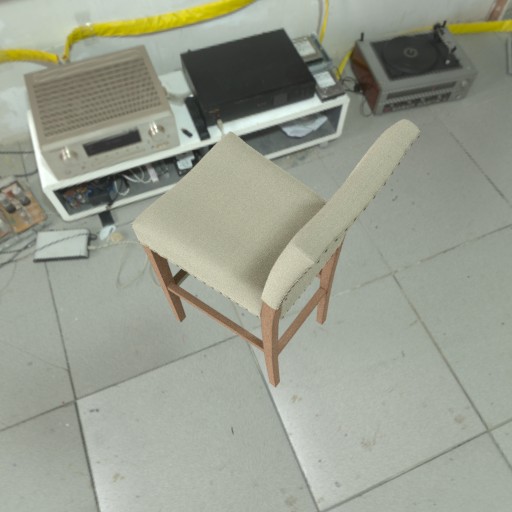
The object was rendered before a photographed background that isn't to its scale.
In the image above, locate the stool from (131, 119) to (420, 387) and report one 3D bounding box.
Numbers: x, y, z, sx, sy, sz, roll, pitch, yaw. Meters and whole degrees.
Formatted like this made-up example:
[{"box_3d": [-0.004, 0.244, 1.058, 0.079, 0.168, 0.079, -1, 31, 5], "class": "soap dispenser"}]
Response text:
[{"box_3d": [0.000, 0.000, 1.366, 0.546, 1.143, 0.428, 35, 68, 17], "class": "stool"}]
